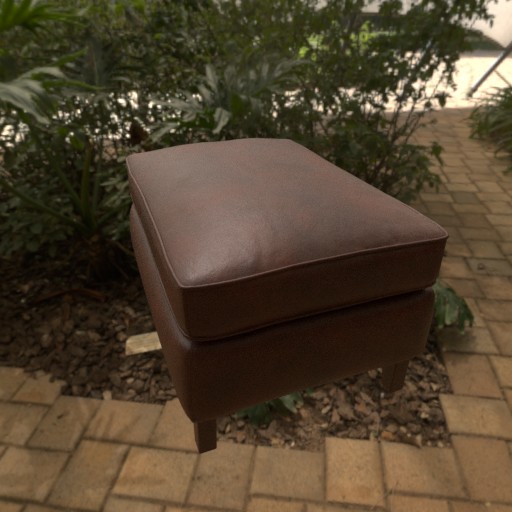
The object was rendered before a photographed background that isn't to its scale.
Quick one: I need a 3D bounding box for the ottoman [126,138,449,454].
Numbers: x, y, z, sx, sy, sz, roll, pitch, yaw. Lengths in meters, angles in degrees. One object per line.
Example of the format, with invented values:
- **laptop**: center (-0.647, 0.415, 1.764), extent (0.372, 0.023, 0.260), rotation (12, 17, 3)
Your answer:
- **ottoman**: center (0.000, 0.000, 0.996), extent (0.501, 0.432, 0.665), rotation (-10, 31, -18)
